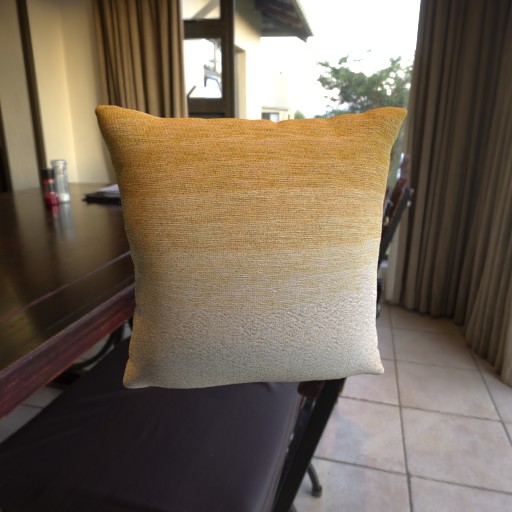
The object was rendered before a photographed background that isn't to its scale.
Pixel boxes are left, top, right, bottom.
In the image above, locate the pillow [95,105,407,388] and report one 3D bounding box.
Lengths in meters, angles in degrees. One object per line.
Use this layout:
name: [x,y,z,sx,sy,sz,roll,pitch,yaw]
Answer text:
pillow: [0.000,0.000,0.700,0.450,0.450,0.211,-1,17,-5]
